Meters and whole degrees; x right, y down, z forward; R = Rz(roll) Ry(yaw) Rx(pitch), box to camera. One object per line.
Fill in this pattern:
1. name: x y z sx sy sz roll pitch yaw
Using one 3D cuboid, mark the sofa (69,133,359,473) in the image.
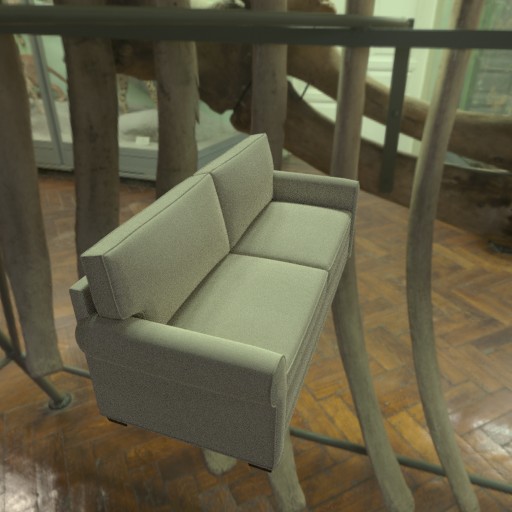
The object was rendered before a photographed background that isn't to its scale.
1. sofa: 0.000 0.000 2.598 0.901 0.962 2.146 10 31 17
